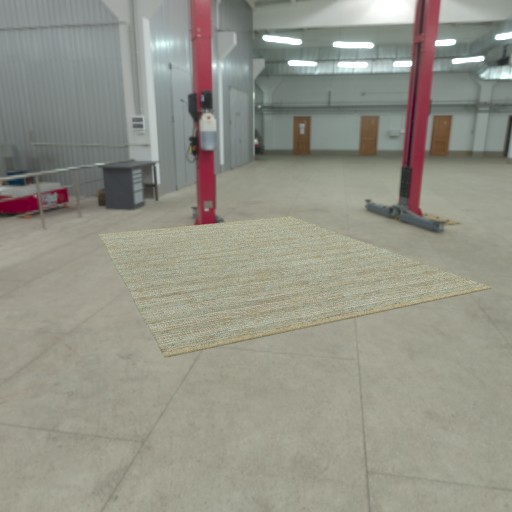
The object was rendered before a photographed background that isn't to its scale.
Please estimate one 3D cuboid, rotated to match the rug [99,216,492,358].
[{"bbox_3d":[0.000,0.000,4.112,2.471,0.012,3.034,-7,18,-24],"label":"rug"}]
